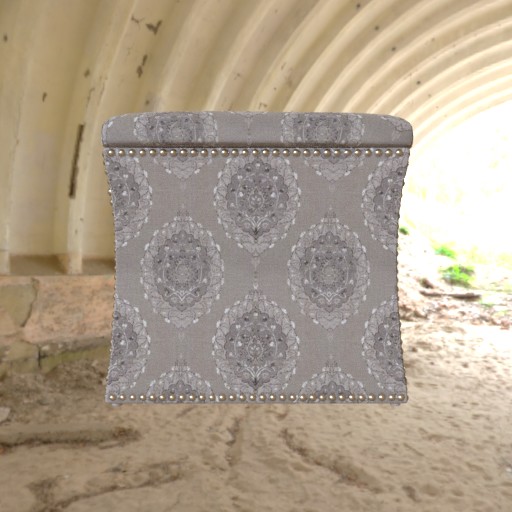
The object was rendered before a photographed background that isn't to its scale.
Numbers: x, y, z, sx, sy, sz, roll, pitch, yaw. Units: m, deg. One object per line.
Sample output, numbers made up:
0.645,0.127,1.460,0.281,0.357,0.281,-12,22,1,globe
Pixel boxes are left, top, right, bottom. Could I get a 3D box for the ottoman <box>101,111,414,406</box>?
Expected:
0.000,0.000,0.910,0.497,0.473,0.507,0,-1,0,ottoman
